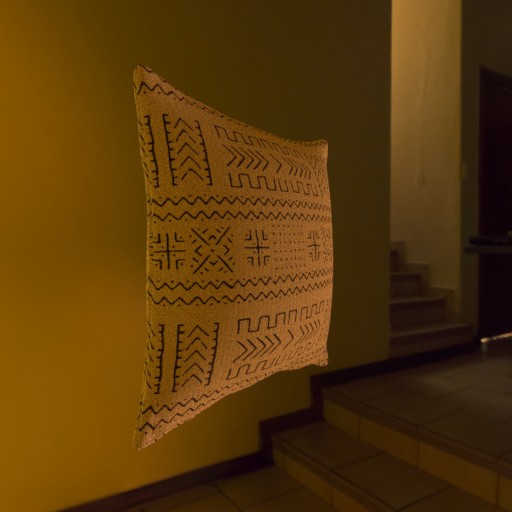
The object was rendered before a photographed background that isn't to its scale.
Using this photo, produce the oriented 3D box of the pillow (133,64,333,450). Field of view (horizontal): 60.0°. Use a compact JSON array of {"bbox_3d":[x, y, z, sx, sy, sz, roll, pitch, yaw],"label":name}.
[{"bbox_3d":[0.000,0.000,0.661,0.164,0.430,0.438,1,1,37],"label":"pillow"}]
